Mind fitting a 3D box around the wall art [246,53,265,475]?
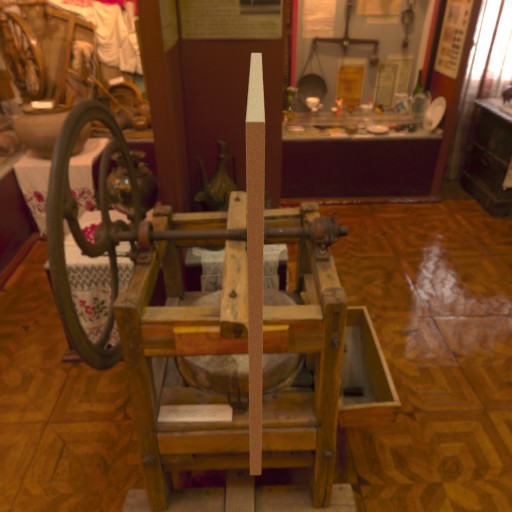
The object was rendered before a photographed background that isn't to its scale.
[{"bbox_3d":[0.000,0.000,1.591,0.038,1.212,0.914,0,32,0],"label":"wall art"}]
